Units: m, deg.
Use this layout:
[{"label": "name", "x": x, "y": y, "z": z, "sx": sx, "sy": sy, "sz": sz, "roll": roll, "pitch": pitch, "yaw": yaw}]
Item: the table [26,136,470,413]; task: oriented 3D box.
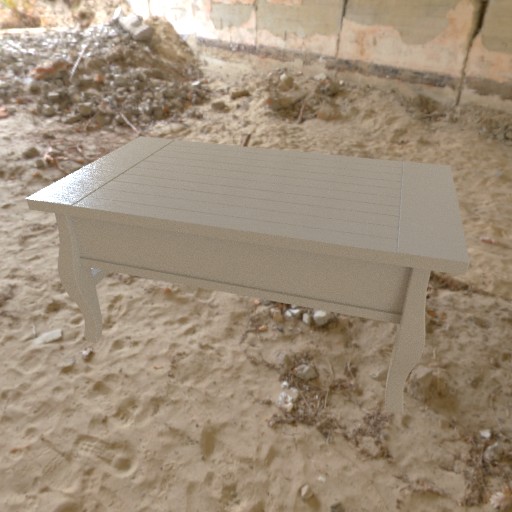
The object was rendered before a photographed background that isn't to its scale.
[{"label": "table", "x": 0.000, "y": 0.000, "z": 1.375, "sx": 1.062, "sy": 0.495, "sz": 0.600, "roll": 9, "pitch": 32, "yaw": 15}]
